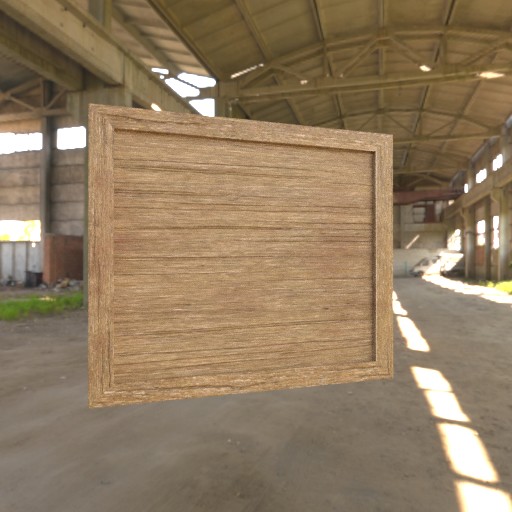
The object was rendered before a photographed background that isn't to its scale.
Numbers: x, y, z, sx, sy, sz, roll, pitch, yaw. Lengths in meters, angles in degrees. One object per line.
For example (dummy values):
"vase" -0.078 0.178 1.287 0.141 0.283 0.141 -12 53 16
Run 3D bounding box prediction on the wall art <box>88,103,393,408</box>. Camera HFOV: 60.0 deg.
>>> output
"wall art" 0.000 0.000 0.975 0.690 0.588 0.026 0 0 -18
